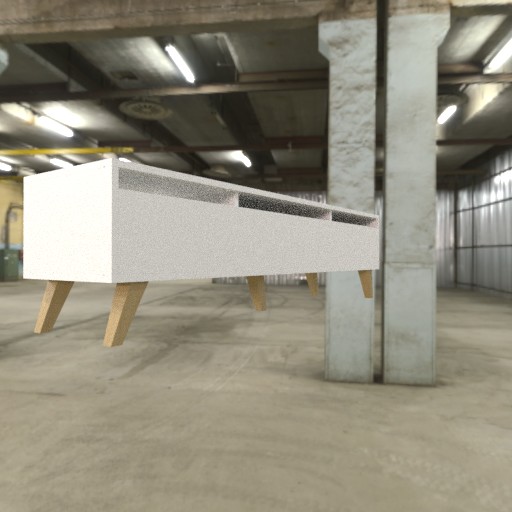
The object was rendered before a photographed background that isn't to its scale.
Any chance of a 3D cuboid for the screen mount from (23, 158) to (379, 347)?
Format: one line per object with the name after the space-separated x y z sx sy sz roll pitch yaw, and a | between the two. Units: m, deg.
0.000 0.000 1.777 0.399 0.432 1.644 0 0 36 | screen mount
